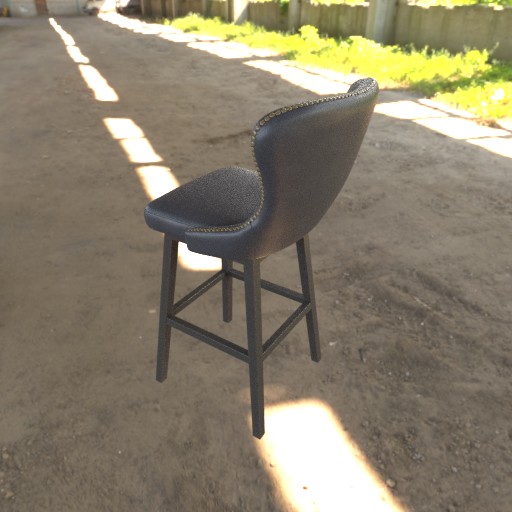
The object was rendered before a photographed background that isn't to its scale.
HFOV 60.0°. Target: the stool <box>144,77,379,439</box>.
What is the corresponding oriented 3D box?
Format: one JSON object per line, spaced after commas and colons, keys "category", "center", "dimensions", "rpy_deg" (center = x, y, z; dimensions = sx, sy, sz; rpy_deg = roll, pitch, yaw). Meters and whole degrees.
{"category": "stool", "center": [0.000, 0.000, 1.390], "dimensions": [0.601, 1.050, 0.528], "rpy_deg": [19, 36, 28]}
